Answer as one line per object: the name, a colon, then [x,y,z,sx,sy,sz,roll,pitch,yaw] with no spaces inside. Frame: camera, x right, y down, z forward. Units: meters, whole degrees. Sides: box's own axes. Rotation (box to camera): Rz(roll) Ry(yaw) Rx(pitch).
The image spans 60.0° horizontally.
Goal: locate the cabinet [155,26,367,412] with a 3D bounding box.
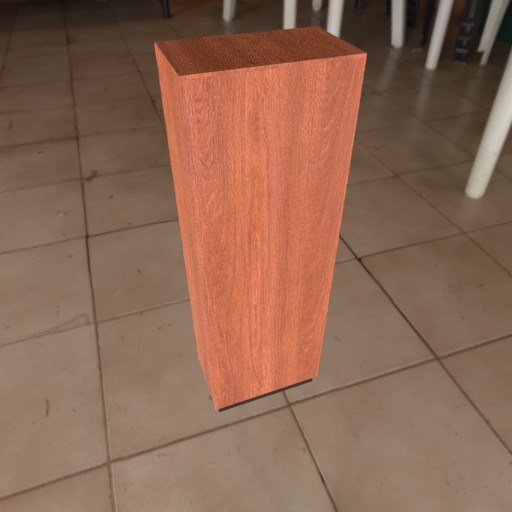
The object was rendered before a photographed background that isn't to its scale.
cabinet: [0.000,0.000,2.232,0.660,1.980,0.420,-14,43,-15]
